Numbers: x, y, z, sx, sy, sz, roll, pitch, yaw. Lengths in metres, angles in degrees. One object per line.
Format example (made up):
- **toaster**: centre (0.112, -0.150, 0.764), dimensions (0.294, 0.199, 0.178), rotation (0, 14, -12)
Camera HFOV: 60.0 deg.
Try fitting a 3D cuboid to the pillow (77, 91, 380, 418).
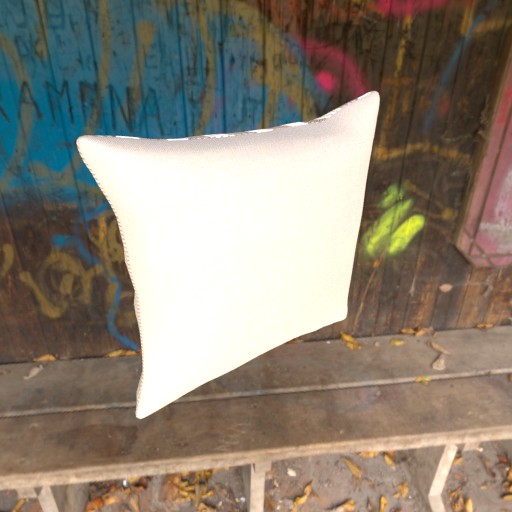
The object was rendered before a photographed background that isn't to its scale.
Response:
- **pillow**: centre (0.000, 0.000, 0.622), dimensions (0.416, 0.401, 0.173), rotation (-19, 35, -29)
